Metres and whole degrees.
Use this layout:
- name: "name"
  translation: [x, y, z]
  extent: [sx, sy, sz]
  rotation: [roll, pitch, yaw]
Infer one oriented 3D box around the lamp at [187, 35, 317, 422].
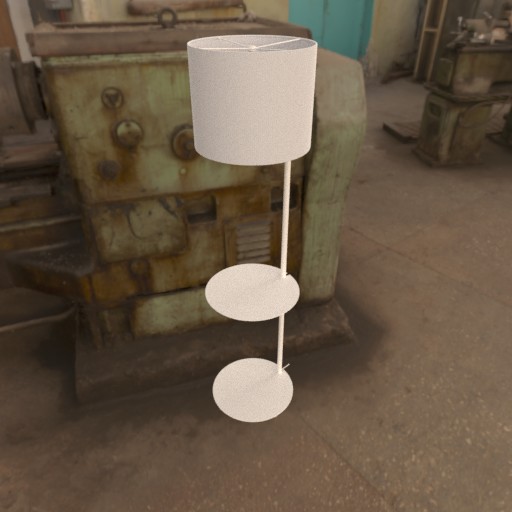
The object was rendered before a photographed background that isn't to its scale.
- name: "lamp"
  translation: [0.000, 0.000, 1.673]
  extent: [0.405, 1.465, 0.372]
  rotation: [-22, 38, -30]
